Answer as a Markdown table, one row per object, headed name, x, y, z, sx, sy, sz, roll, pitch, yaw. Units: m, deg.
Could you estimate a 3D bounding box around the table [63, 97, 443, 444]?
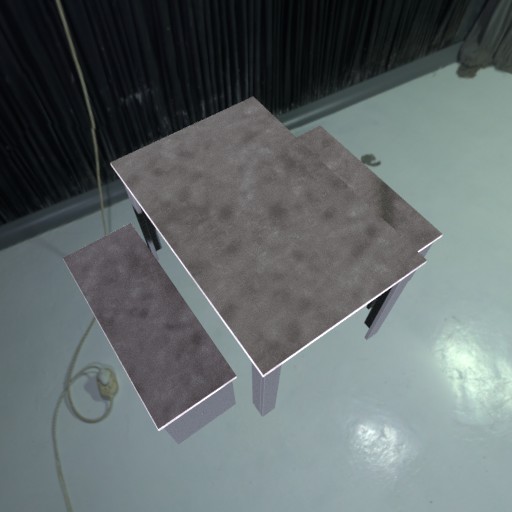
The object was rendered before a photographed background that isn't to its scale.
| name | x | y | z | sx | sy | sz | roll | pitch | yaw |
| --- | --- | --- | --- | --- | --- | --- | --- | --- | --- |
| table | 0.000 | 0.000 | 2.024 | 1.443 | 0.700 | 1.100 | -31 | 63 | -18 |
